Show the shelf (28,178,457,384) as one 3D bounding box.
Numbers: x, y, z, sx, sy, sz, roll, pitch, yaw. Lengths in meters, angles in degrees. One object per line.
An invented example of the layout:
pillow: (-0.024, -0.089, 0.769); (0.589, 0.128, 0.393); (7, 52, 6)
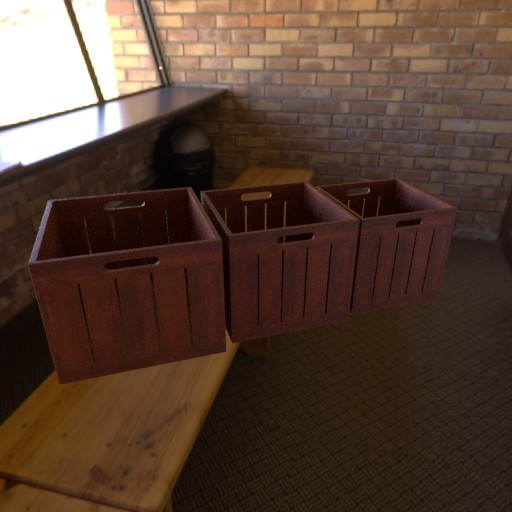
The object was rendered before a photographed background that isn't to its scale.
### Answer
shelf: (0.000, 0.000, 1.253); (1.064, 0.311, 0.393); (-8, 28, -15)
